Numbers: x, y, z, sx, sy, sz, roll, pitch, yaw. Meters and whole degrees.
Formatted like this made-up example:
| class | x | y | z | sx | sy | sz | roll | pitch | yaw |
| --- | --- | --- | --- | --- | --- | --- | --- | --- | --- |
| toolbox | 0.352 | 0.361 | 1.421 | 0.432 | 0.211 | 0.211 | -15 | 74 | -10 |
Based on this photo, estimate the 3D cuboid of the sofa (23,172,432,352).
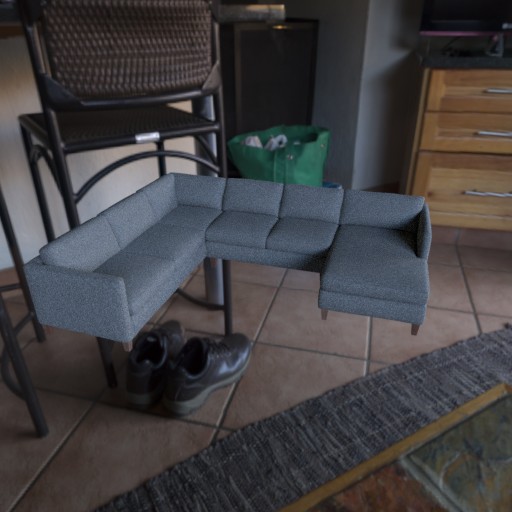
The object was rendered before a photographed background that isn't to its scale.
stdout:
| class | x | y | z | sx | sy | sz | roll | pitch | yaw |
| --- | --- | --- | --- | --- | --- | --- | --- | --- | --- |
| sofa | 0.000 | 0.000 | 4.354 | 3.238 | 0.853 | 2.551 | 8 | 28 | 15 |
